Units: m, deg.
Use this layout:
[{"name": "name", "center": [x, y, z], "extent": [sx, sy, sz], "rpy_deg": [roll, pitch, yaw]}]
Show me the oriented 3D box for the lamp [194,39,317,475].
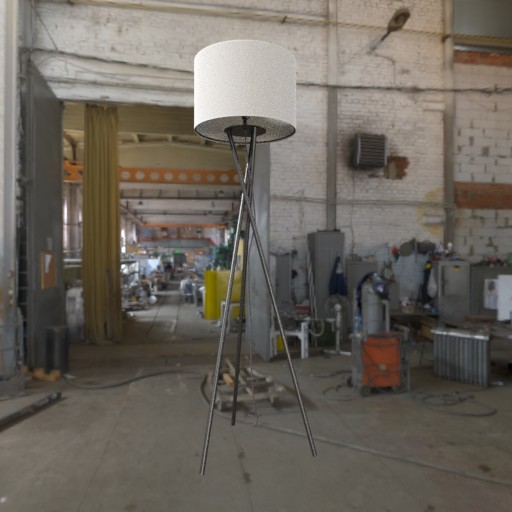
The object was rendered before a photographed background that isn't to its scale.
[{"name": "lamp", "center": [0.000, 0.000, 1.894], "extent": [0.522, 1.624, 0.667], "rpy_deg": [0, 0, 36]}]
